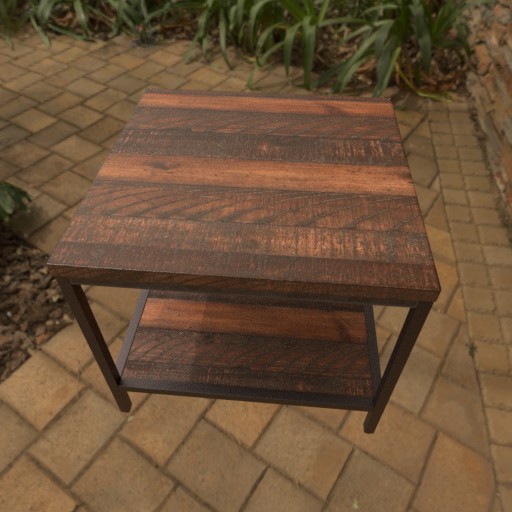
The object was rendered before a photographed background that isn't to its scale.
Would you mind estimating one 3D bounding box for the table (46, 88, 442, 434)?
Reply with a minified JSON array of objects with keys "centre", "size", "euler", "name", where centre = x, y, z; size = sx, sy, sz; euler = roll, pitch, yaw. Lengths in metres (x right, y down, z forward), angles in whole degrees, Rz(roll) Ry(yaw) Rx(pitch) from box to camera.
[{"centre":[0.000,0.000,0.973],"size":[0.548,0.482,0.553],"euler":[4,46,4],"name":"table"}]
